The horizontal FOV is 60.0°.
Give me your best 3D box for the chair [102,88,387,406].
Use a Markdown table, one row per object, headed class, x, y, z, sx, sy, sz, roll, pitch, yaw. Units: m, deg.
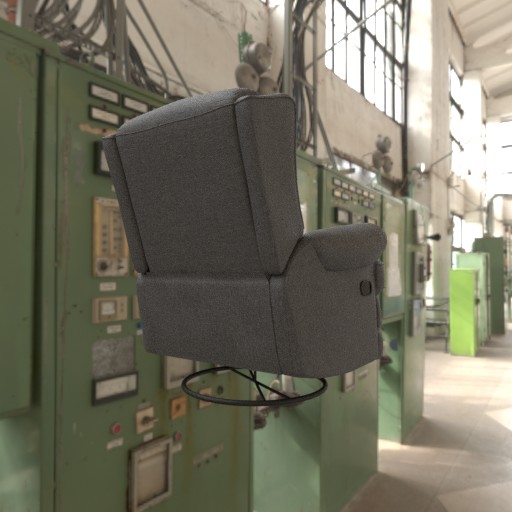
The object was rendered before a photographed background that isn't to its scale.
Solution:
| class | x | y | z | sx | sy | sz | roll | pitch | yaw |
| --- | --- | --- | --- | --- | --- | --- | --- | --- | --- |
| chair | 0.000 | 0.000 | 1.761 | 0.847 | 1.011 | 0.969 | -1 | -2 | 36 |
